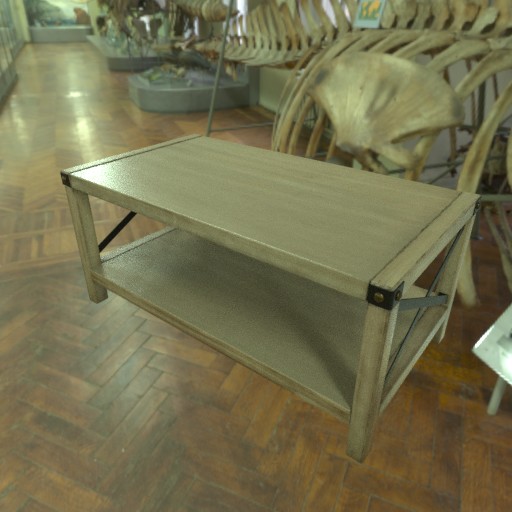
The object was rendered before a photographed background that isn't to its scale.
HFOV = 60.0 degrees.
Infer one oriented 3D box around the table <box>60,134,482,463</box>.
[{"bbox_3d":[0.000,0.000,1.295,1.016,0.456,0.559,21,35,33],"label":"table"}]
